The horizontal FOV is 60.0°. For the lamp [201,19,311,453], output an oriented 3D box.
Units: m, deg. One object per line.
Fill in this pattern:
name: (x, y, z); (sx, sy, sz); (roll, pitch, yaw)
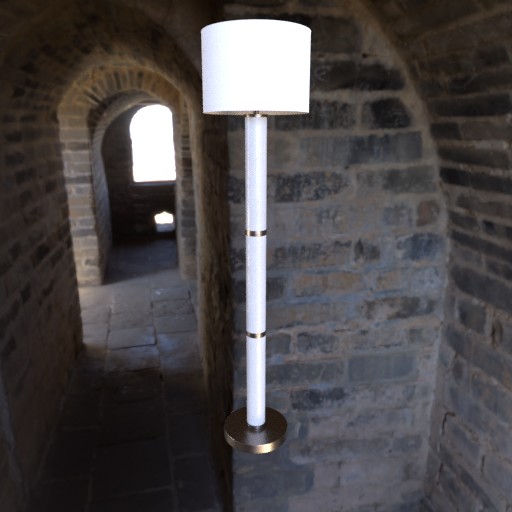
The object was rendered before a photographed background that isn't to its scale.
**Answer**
lamp: (0.000, 0.000, 1.732); (0.377, 1.599, 0.377); (8, 18, 28)
